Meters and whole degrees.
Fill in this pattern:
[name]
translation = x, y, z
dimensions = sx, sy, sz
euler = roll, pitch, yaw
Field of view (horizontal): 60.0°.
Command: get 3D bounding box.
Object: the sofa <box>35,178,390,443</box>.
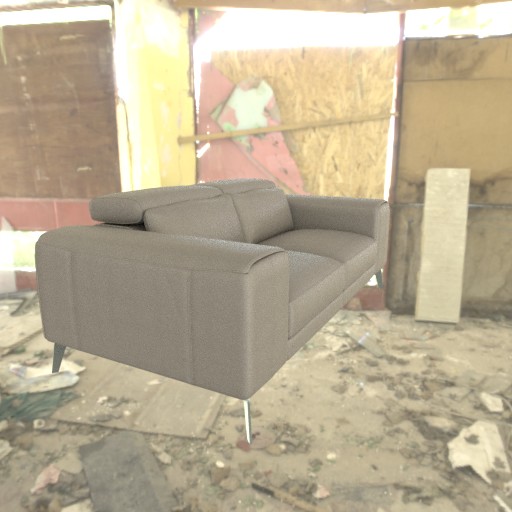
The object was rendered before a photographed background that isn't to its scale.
[sofa]
translation = 0.000, 0.000, 2.396
dimensions = 1.024, 0.753, 1.930
euler = 7, 15, 28
